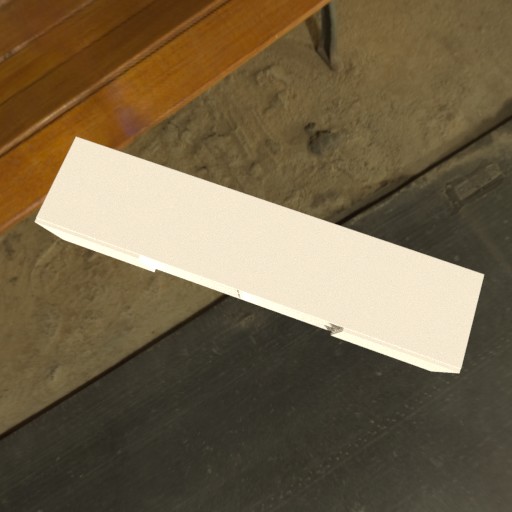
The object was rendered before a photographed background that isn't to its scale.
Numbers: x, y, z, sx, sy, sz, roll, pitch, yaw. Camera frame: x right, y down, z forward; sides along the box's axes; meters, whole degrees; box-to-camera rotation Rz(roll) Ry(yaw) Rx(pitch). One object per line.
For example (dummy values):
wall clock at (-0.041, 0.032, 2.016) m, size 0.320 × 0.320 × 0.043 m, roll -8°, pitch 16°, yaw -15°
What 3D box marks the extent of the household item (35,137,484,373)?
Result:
household item at (0.000, 0.000, 2.006) m, size 1.850 × 0.310 × 0.420 m, roll 19°, pitch 78°, yaw 4°
